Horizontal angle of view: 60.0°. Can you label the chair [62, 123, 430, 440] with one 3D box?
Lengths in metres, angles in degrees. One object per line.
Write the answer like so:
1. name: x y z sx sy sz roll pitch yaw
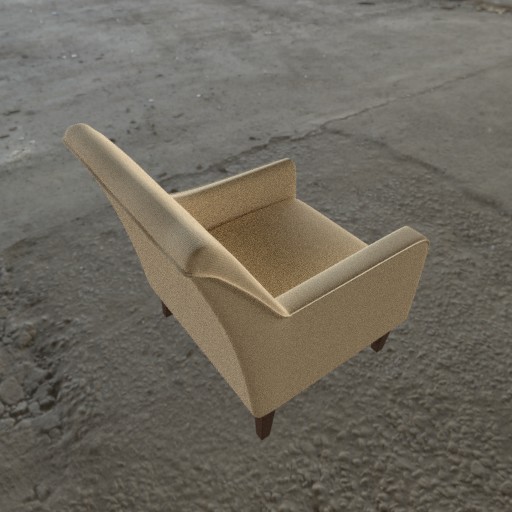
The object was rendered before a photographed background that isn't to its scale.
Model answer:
1. chair: 0.000 0.000 1.565 0.899 0.919 0.780 -25 46 -27
